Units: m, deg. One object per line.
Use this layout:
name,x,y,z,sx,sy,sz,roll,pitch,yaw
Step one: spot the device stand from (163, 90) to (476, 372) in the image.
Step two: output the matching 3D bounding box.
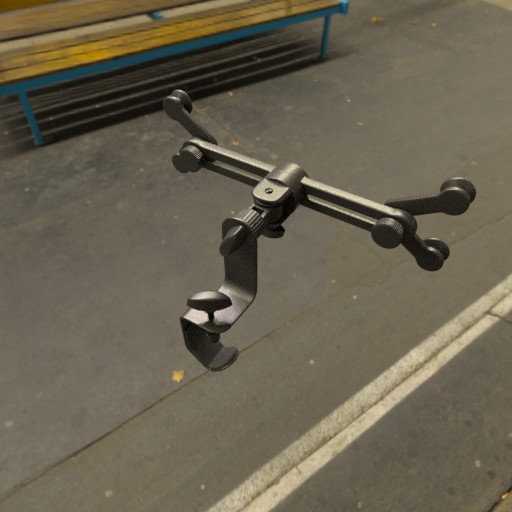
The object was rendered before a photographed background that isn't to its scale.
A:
device stand,0.000,0.000,0.366,0.270,0.166,0.142,24,51,22
